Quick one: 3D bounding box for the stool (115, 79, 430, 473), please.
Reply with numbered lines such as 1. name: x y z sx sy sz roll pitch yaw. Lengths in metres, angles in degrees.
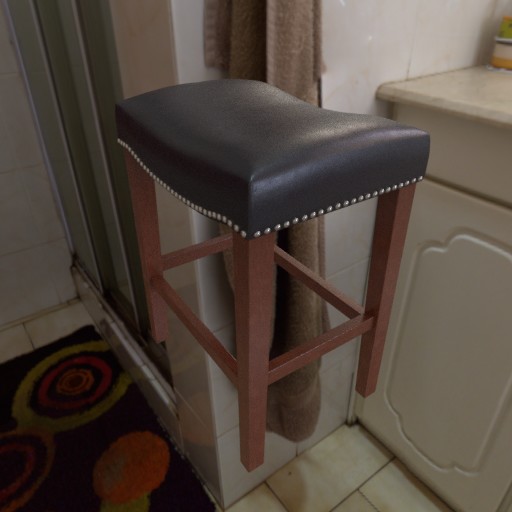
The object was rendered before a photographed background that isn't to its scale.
1. stool: 0.000 0.000 0.965 0.372 0.654 0.504 -20 38 -29
